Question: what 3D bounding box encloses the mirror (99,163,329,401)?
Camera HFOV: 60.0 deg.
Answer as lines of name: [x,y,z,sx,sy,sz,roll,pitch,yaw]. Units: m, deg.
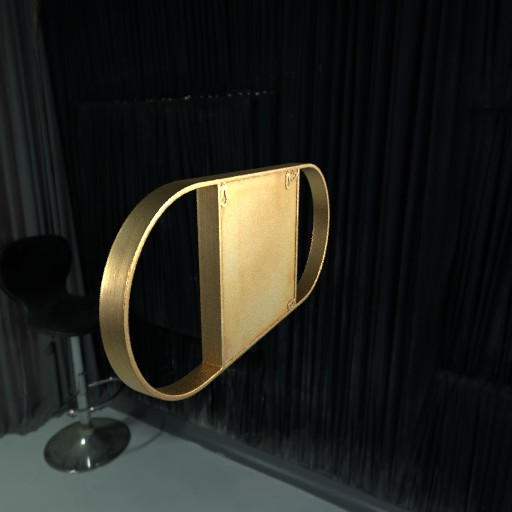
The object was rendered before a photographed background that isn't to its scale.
mirror: [0.000,0.000,0.668,0.032,0.254,0.584,8,18,27]
